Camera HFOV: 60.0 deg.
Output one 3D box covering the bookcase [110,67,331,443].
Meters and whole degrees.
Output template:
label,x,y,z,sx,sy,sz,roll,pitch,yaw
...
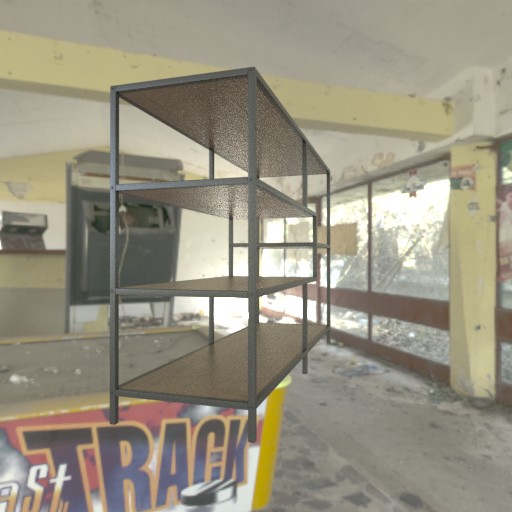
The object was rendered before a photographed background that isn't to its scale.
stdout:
label,x,y,z,sx,sy,sz,roll,pitch,yaw
bookcase,0.000,0.000,1.512,0.350,0.780,1.140,0,0,17
